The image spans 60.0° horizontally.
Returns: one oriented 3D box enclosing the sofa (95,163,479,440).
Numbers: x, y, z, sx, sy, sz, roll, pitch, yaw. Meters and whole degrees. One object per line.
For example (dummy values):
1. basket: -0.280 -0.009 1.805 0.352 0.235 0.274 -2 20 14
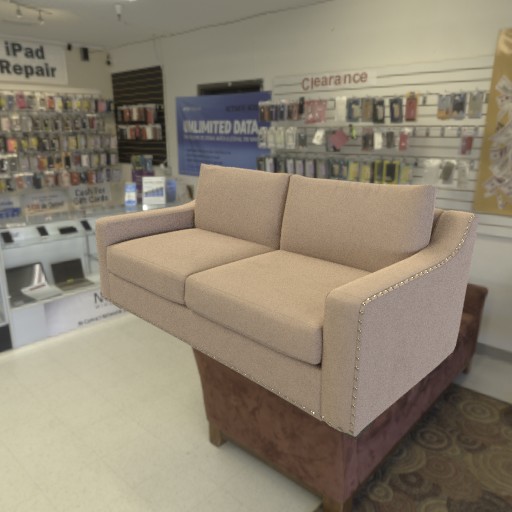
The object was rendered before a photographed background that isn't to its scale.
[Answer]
1. sofa: 0.000 0.000 2.495 1.030 0.901 1.967 -16 22 -43
